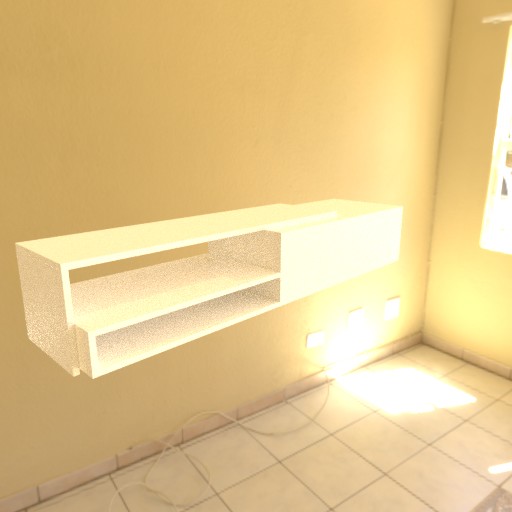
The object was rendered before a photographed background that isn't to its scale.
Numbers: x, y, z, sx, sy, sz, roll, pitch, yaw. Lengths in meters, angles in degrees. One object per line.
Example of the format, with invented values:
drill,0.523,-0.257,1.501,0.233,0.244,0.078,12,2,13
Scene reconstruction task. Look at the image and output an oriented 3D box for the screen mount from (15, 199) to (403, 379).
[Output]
screen mount,0.000,0.000,1.836,0.420,0.320,1.680,14,20,43
